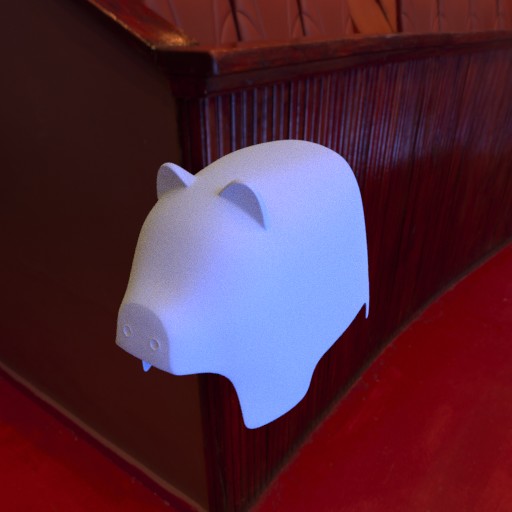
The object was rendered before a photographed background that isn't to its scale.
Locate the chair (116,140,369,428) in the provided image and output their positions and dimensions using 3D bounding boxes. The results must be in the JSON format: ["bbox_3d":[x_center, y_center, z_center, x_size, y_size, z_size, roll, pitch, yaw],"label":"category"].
[{"bbox_3d":[0.000,0.000,0.867,0.364,0.423,0.619,18,34,29],"label":"chair"}]
